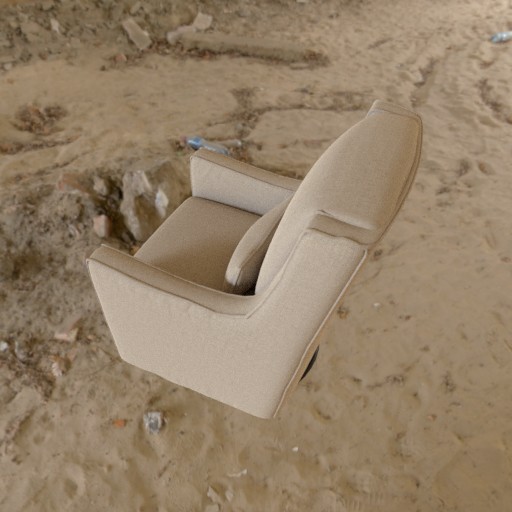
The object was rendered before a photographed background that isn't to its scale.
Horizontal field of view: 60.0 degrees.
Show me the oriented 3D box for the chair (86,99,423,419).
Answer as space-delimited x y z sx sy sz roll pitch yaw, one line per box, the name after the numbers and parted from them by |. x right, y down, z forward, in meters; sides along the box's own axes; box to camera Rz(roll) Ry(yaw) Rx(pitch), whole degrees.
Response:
0.000 0.000 1.552 0.879 0.993 0.732 17 47 17 | chair
